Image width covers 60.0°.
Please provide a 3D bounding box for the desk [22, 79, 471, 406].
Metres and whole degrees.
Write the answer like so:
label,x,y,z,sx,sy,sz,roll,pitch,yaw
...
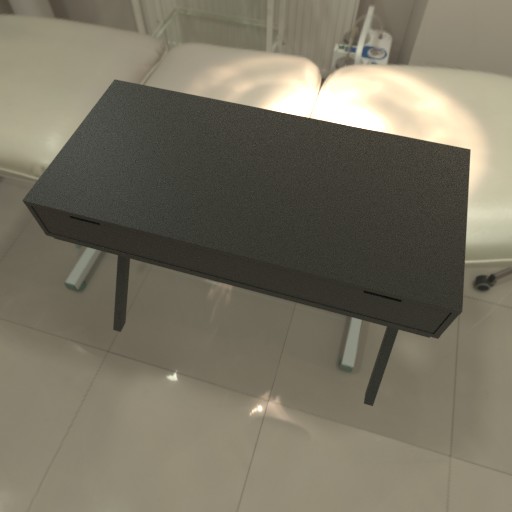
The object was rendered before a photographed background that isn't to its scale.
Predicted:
label,x,y,z,sx,sy,sz,roll,pitch,yaw
desk,0.000,0.000,1.473,1.057,0.780,0.504,14,58,9
